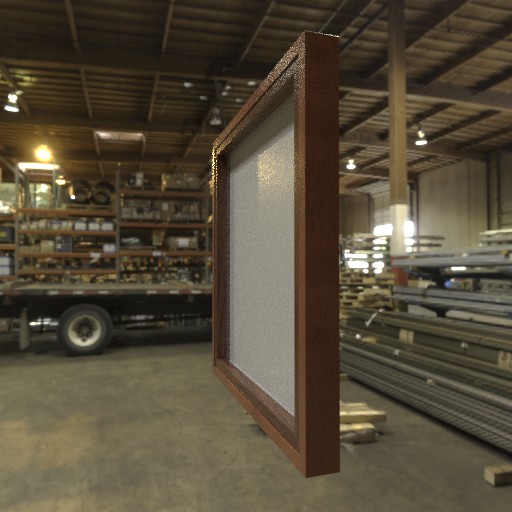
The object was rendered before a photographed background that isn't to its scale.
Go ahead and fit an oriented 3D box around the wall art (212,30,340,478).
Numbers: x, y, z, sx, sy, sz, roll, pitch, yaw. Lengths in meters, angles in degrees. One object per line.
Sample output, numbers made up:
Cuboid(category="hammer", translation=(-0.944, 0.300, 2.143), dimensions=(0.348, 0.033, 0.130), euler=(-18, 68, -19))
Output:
Cuboid(category="wall art", translation=(0.000, 0.000, 0.595), dimensions=(0.035, 0.403, 0.403), euler=(0, -1, -17))
